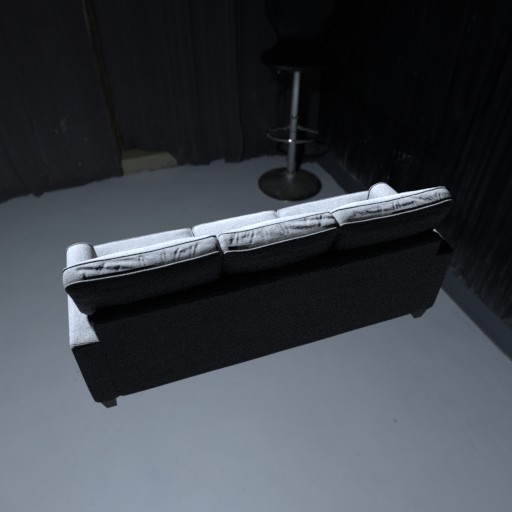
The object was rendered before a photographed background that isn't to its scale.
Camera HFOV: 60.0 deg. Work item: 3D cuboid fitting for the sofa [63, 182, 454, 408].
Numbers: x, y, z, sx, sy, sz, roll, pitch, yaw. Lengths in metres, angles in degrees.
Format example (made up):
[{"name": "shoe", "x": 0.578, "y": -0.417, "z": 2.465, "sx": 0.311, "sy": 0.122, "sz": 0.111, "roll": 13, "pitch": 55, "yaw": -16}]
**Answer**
[{"name": "sofa", "x": 0.000, "y": 0.000, "z": 2.705, "sx": 2.158, "sy": 0.965, "sz": 0.951, "roll": -13, "pitch": 43, "yaw": -14}]
